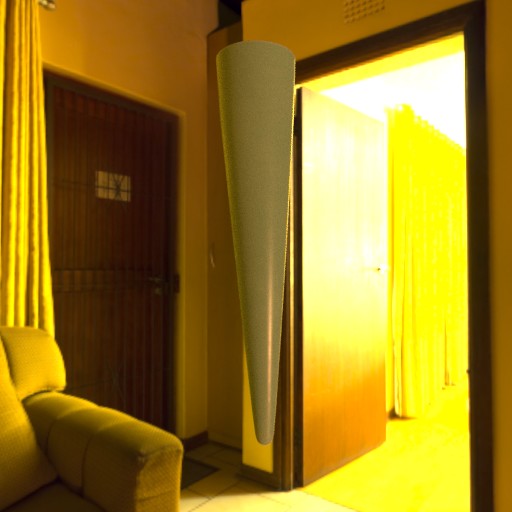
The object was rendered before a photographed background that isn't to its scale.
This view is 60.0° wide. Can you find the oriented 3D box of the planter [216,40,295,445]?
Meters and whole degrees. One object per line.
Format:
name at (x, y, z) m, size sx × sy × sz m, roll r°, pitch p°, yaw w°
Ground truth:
planter at (0.000, 0.000, 0.300) m, size 0.054 × 0.268 × 0.055 m, roll 0°, pitch -2°, yaw 18°
